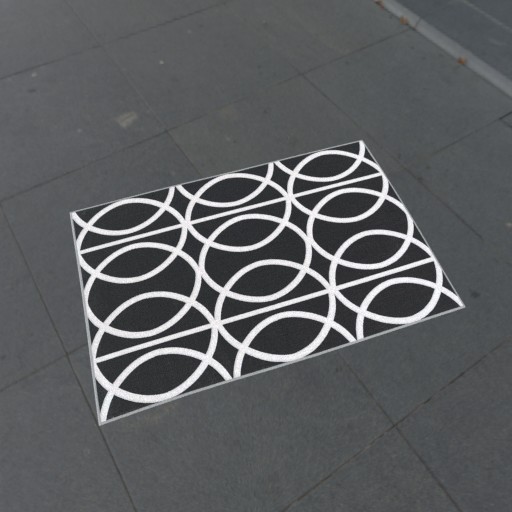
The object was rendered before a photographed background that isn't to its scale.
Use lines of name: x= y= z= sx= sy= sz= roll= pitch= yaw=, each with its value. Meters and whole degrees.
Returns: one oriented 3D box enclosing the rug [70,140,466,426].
rug: x=0.000 y=0.000 z=2.962 sx=2.290 sy=0.014 sz=1.526 roll=-16 pitch=60 yaw=-9
